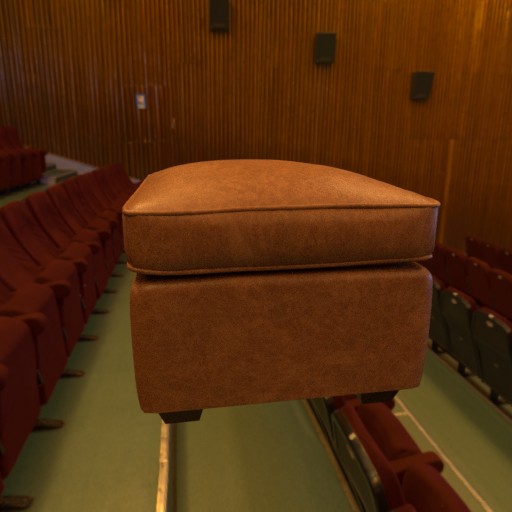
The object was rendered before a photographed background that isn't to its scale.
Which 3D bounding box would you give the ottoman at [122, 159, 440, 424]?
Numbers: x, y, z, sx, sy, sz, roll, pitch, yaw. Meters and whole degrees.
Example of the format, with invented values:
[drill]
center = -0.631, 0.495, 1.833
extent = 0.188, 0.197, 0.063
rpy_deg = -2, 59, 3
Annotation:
[ottoman]
center = 0.000, 0.000, 1.112
extent = 0.554, 0.468, 0.756
rpy_deg = -2, 15, -9
